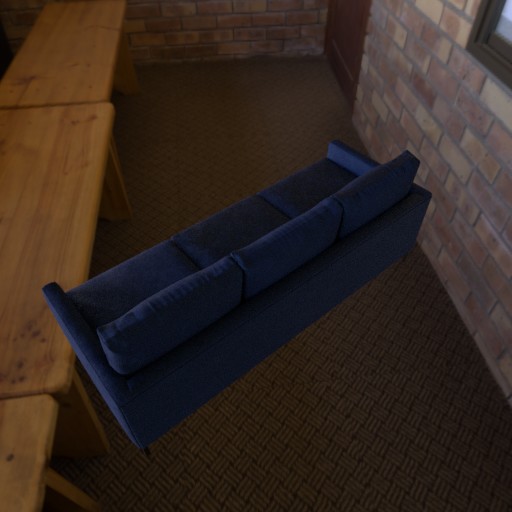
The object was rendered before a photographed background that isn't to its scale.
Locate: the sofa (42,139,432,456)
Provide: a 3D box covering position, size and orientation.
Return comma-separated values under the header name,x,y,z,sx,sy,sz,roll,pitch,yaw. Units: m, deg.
name,x,y,z,sx,sy,sz,roll,pitch,yaw
sofa,0.000,0.000,2.689,2.252,0.879,0.875,-31,54,-26
